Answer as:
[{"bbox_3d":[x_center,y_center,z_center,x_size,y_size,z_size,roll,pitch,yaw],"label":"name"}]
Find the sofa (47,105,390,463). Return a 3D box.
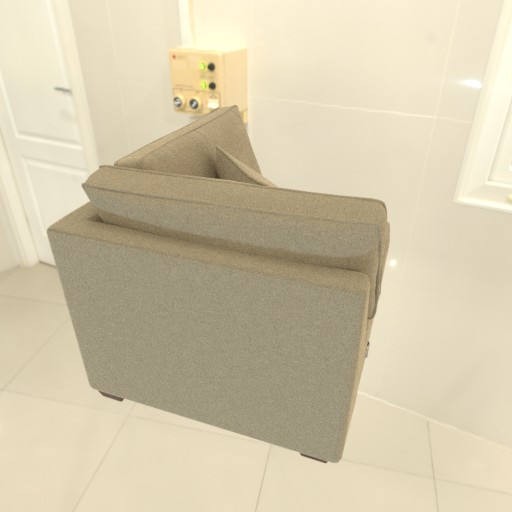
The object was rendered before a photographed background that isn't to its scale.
[{"bbox_3d":[0.000,0.000,1.926,1.084,1.002,1.146,11,33,17],"label":"sofa"}]
